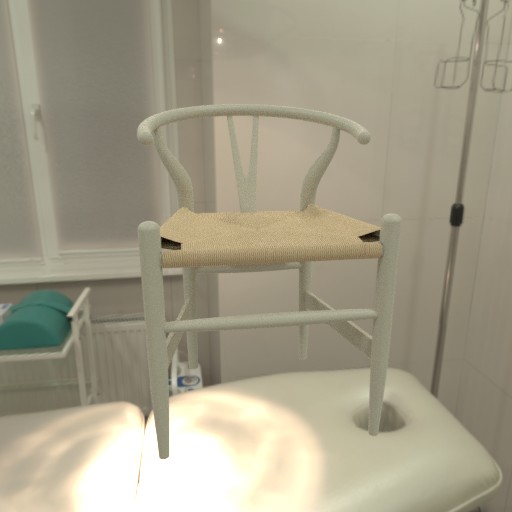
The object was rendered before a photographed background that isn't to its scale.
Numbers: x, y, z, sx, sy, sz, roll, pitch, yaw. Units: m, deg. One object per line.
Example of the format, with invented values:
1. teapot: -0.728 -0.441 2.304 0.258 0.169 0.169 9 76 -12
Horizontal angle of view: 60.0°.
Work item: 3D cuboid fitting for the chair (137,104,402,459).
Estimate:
1. chair: 0.000 0.000 1.098 0.533 0.736 0.500 -3 16 -9
